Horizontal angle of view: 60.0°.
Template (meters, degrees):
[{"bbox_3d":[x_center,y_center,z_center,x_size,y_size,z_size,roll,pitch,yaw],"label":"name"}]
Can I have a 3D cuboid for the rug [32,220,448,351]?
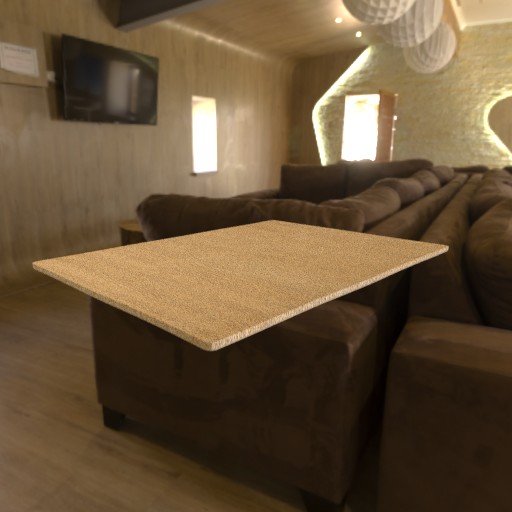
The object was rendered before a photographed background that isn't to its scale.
[{"bbox_3d":[0.000,0.000,2.092,1.199,0.025,1.600,13,19,42],"label":"rug"}]
